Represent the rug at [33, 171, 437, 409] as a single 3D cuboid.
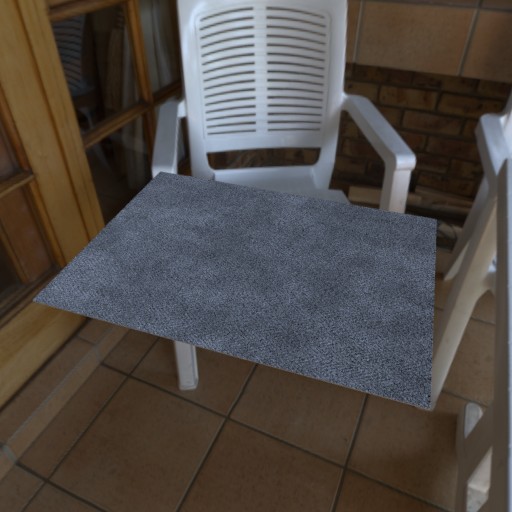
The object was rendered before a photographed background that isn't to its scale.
[{"bbox_3d":[0.000,0.000,2.908,2.235,0.008,1.600,12,42,14],"label":"rug"}]
